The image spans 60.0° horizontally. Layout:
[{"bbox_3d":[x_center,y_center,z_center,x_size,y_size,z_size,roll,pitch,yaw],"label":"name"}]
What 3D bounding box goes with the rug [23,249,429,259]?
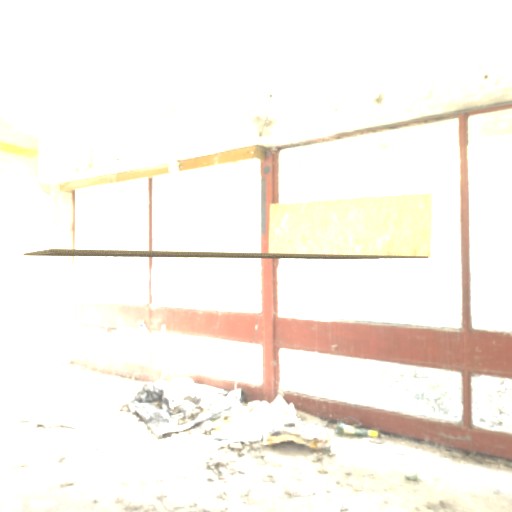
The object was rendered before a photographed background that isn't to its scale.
[{"bbox_3d":[0.000,0.000,2.513,2.276,0.014,0.678,1,-1,-35],"label":"rug"}]
